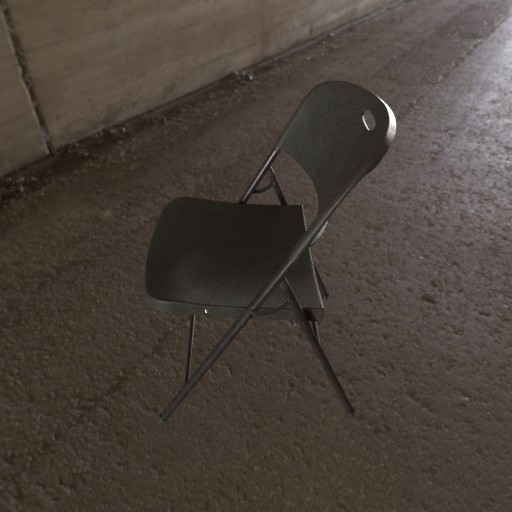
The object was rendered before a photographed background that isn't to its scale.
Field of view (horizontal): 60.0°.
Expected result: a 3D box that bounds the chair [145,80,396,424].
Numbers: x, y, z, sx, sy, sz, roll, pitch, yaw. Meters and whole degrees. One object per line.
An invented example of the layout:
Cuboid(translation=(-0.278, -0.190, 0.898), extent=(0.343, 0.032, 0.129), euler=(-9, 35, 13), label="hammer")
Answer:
Cuboid(translation=(0.000, 0.000, 1.178), extent=(0.566, 0.810, 0.494), euler=(-1, 41, -2), label="chair")
